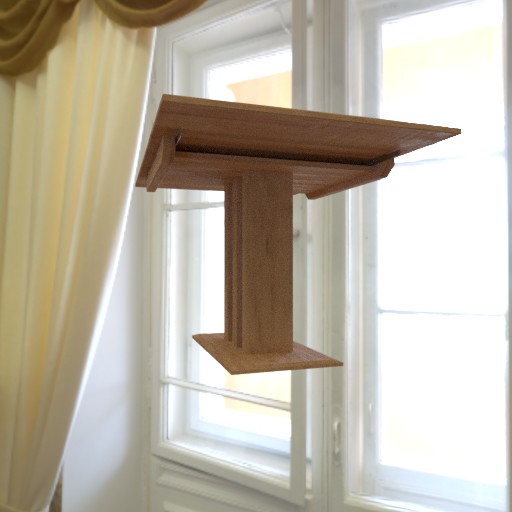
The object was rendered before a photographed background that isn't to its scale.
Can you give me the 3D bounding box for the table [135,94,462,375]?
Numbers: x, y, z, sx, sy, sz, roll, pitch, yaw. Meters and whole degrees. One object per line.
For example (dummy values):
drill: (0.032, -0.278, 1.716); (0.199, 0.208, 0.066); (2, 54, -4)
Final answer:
table: (0.000, 0.000, 1.825); (0.900, 0.770, 1.300); (0, -1, -18)
